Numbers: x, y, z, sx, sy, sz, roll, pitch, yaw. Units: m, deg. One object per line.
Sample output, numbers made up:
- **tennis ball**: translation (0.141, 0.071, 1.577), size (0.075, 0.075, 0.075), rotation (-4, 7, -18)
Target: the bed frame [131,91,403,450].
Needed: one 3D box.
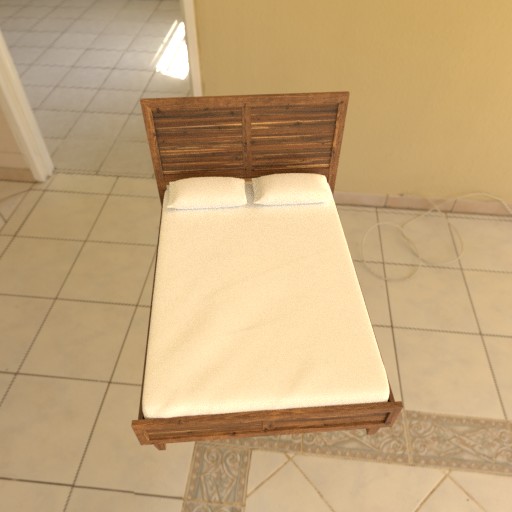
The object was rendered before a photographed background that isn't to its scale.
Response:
- **bed frame**: translation (0.000, 0.000, 3.347), size (1.696, 1.417, 2.276), rotation (-3, 47, -3)
